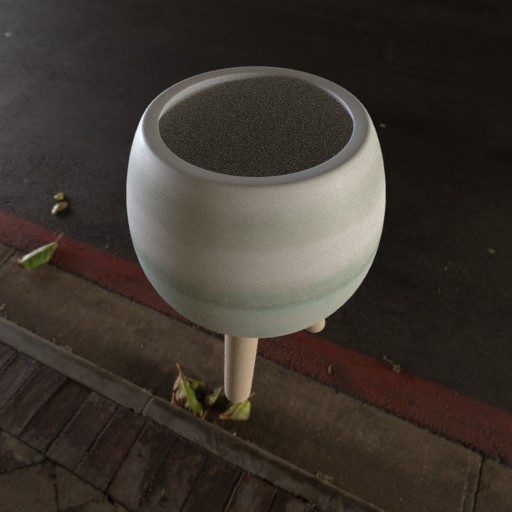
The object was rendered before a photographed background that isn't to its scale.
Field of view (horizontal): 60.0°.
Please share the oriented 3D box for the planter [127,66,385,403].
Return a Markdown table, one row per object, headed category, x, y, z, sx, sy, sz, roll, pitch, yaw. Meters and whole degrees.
| category | x | y | z | sx | sy | sz | roll | pitch | yaw |
| --- | --- | --- | --- | --- | --- | --- | --- | --- | --- |
| planter | 0.000 | 0.000 | 0.322 | 0.161 | 0.224 | 0.161 | 0 | 47 | 0 |
